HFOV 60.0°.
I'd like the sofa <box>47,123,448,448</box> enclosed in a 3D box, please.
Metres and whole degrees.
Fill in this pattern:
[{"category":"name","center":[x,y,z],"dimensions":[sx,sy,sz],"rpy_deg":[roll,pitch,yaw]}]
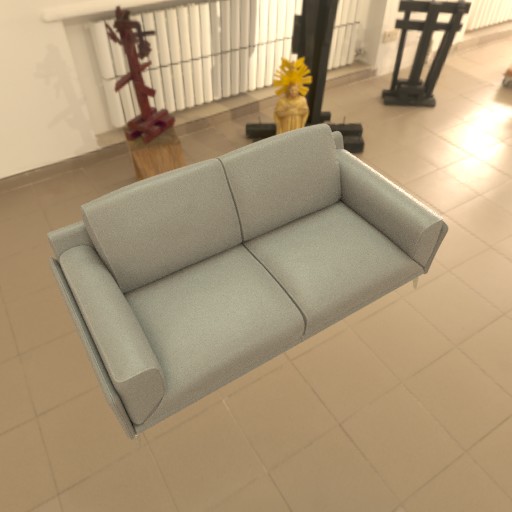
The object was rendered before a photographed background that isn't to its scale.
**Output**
[{"category":"sofa","center":[0.000,0.000,2.626],"dimensions":[2.101,0.930,1.049],"rpy_deg":[-24,50,-22]}]
